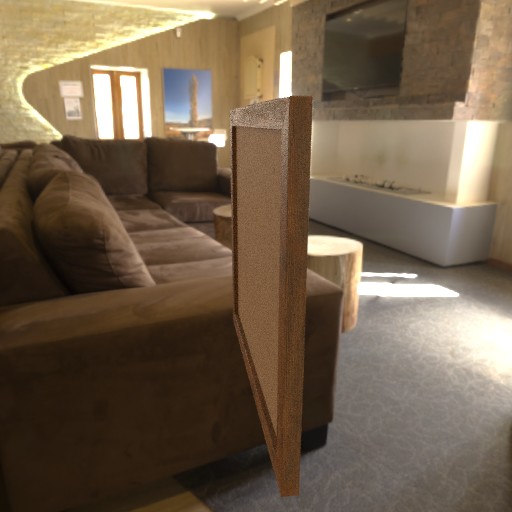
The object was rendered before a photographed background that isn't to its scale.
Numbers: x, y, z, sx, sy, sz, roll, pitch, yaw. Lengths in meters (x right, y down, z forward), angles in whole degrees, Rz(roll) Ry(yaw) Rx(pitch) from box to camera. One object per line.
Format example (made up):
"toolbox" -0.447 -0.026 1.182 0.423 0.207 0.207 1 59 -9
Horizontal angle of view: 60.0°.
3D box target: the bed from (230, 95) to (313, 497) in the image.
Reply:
"bed" 0.000 0.000 1.462 0.046 0.942 1.046 -3 17 -9
